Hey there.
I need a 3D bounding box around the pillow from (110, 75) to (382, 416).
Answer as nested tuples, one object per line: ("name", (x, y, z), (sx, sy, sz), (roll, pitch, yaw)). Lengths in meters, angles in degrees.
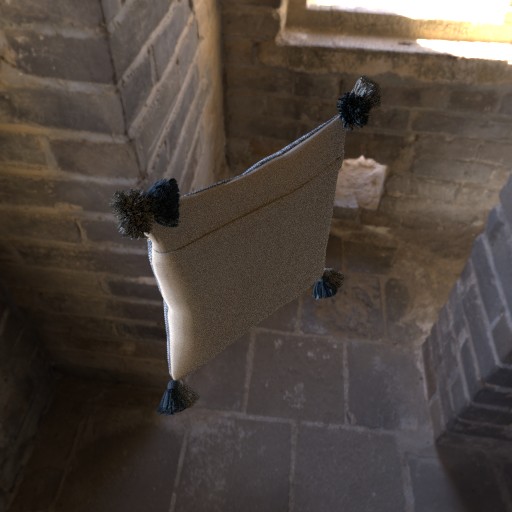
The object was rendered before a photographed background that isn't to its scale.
("pillow", (0.000, 0.000, 0.924), (0.614, 0.634, 0.138), (-32, 54, -27))
